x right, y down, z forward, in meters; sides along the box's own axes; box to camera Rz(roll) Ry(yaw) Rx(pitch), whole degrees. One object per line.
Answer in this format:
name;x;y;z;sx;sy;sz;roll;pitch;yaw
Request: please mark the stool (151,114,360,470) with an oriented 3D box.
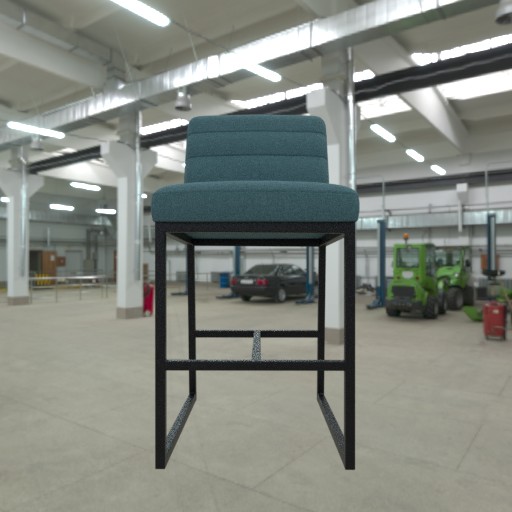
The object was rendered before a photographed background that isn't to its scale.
stool;0.000;0.000;1.228;0.460;0.940;0.560;0;-1;0
